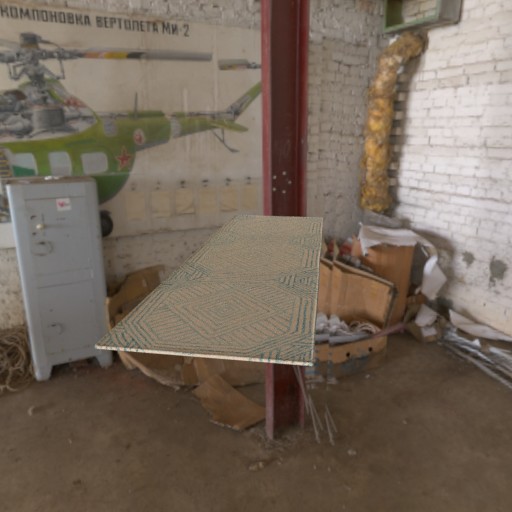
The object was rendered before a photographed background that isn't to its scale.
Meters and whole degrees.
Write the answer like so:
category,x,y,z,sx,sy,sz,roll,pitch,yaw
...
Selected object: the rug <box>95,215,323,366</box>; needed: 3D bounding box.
category,x,y,z,sx,sy,sz,roll,pitch,yaw
rug,0.000,0.000,2.666,0.775,0.012,2.452,3,16,9
